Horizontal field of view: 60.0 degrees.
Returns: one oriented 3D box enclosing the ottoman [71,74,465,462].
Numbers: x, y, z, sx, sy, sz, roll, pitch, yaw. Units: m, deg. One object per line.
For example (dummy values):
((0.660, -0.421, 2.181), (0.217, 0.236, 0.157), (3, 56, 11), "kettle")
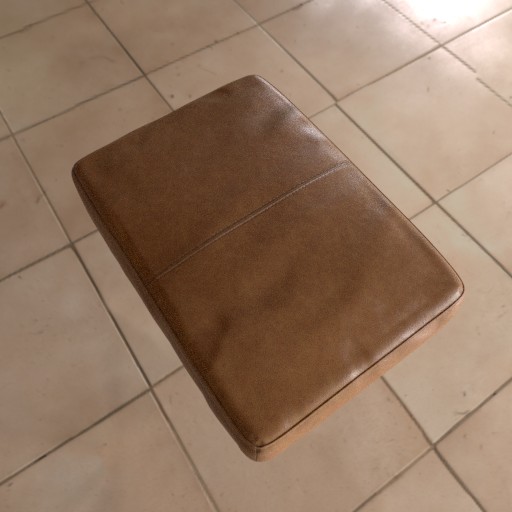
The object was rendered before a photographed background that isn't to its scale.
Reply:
((0.000, 0.000, 1.201), (0.630, 0.461, 0.869), (-32, 68, -15), "ottoman")
